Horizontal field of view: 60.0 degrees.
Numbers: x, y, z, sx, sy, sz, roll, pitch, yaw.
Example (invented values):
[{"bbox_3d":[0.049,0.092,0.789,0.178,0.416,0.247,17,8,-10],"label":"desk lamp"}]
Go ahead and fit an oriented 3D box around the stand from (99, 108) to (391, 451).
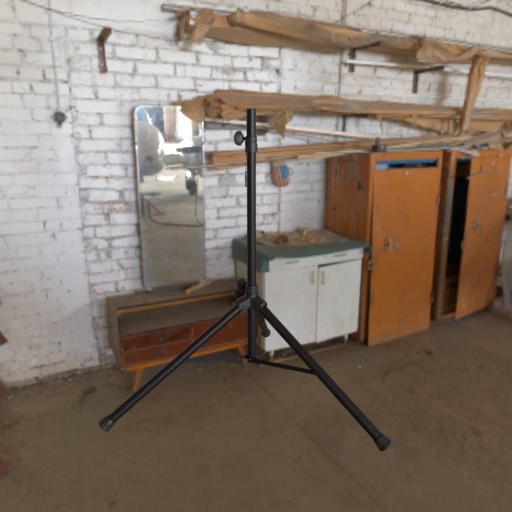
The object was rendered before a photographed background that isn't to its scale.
[{"bbox_3d":[0.000,0.000,1.826,1.045,1.136,0.907,2,15,7],"label":"stand"}]
